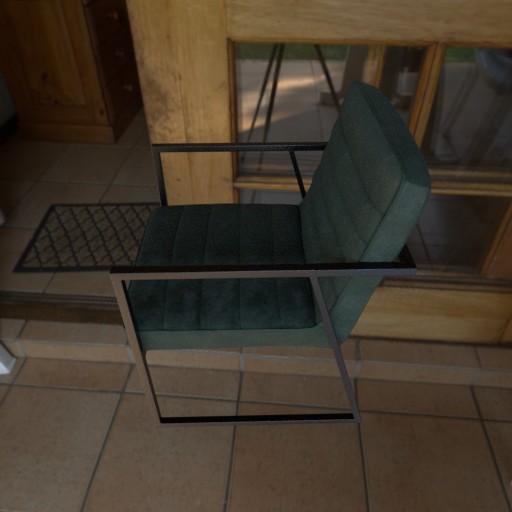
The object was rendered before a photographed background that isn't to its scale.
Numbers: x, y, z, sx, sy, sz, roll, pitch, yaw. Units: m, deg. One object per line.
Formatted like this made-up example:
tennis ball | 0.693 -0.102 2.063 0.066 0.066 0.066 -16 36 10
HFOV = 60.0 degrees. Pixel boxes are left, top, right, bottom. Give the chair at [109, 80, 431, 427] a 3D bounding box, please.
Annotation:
chair | 0.000 0.000 1.254 0.677 0.833 0.571 -1 41 -1
